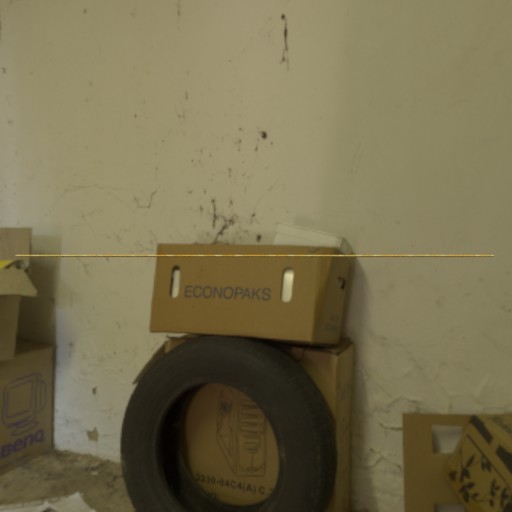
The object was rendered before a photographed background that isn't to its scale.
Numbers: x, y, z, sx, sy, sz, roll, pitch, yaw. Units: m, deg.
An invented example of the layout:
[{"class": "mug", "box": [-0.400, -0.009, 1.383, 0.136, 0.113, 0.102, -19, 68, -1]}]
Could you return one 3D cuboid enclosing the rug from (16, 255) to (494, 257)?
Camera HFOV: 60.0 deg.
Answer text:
[{"class": "rug", "box": [0.000, 0.000, 2.630, 2.438, 0.010, 0.775, 0, 0, 0]}]
